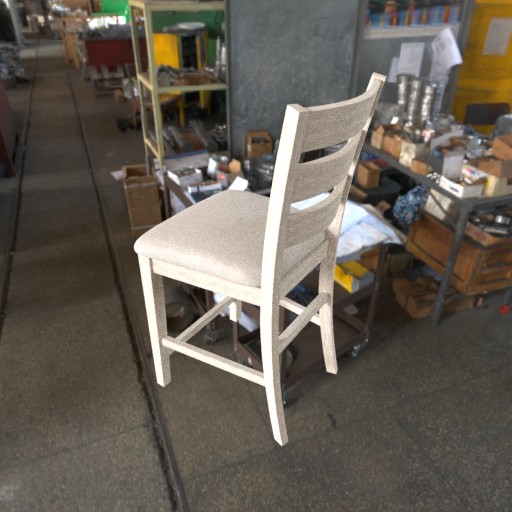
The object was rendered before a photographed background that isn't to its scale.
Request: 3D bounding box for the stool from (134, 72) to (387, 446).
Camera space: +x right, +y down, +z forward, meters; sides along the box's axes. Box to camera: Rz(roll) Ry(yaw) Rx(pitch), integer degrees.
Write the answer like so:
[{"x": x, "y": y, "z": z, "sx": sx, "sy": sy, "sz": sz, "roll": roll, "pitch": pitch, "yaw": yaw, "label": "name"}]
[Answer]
[{"x": 0.000, "y": 0.000, "z": 1.355, "sx": 0.569, "sy": 1.032, "sz": 0.484, "roll": 20, "pitch": 37, "yaw": 29, "label": "stool"}]
